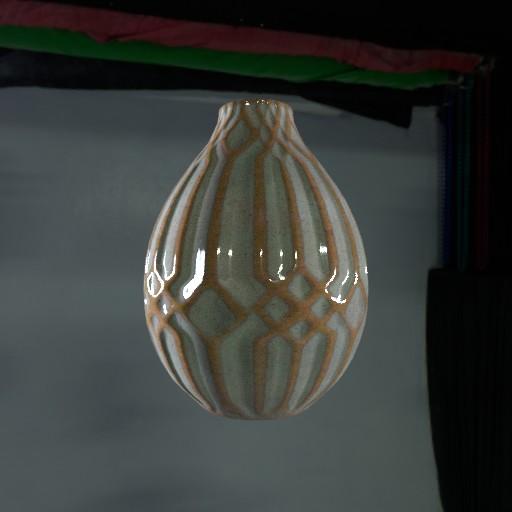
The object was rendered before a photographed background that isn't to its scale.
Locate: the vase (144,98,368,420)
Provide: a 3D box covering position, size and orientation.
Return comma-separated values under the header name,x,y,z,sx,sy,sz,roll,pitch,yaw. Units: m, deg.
name,x,y,z,sx,sy,sz,roll,pitch,yaw
vase,0.000,0.000,0.267,0.131,0.175,0.131,0,0,0
